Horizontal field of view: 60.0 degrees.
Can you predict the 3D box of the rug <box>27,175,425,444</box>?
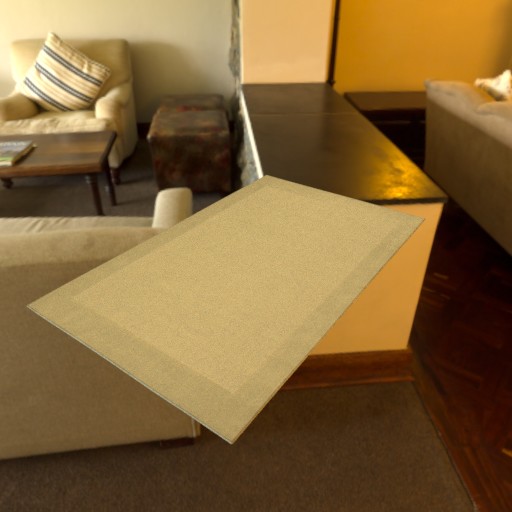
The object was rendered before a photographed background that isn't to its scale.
[{"bbox_3d":[0.000,0.000,3.023,1.524,0.014,2.438,21,38,30],"label":"rug"}]
